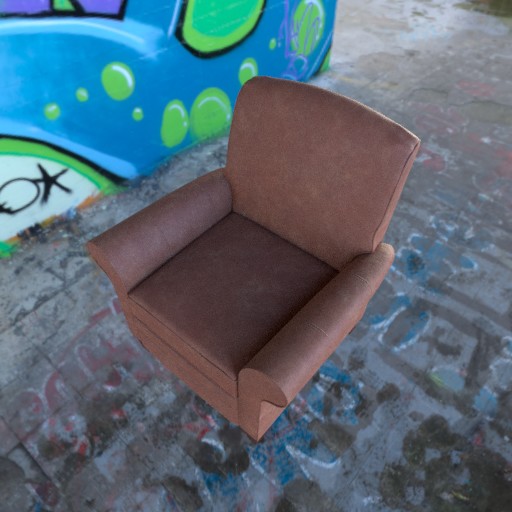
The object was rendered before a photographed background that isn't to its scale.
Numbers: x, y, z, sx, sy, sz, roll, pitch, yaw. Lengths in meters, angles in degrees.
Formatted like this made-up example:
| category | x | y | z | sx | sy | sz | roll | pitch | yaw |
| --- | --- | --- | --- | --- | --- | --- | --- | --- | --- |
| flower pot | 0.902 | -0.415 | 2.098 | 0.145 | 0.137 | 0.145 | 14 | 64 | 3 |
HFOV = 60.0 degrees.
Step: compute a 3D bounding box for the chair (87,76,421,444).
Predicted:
| category | x | y | z | sx | sy | sz | roll | pitch | yaw |
| --- | --- | --- | --- | --- | --- | --- | --- | --- | --- |
| chair | 0.000 | 0.000 | 1.766 | 0.978 | 1.061 | 0.902 | 32 | 54 | 27 |
